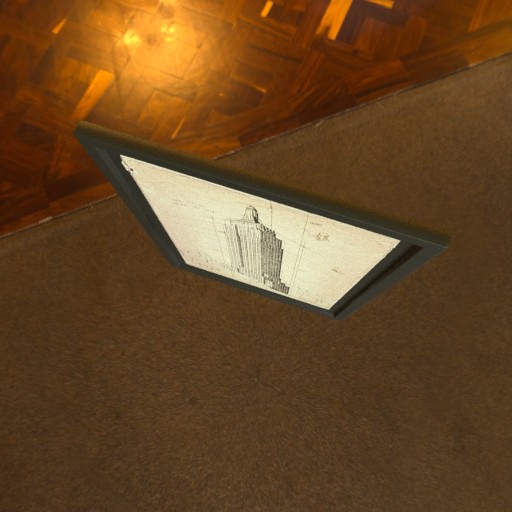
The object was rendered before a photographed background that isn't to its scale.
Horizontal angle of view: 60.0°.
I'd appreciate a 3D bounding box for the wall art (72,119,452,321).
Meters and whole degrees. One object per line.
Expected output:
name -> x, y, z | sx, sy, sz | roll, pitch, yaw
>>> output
wall art -> 0.000, 0.000, 0.549 | 0.303, 0.431, 0.013 | 18, 75, 5
